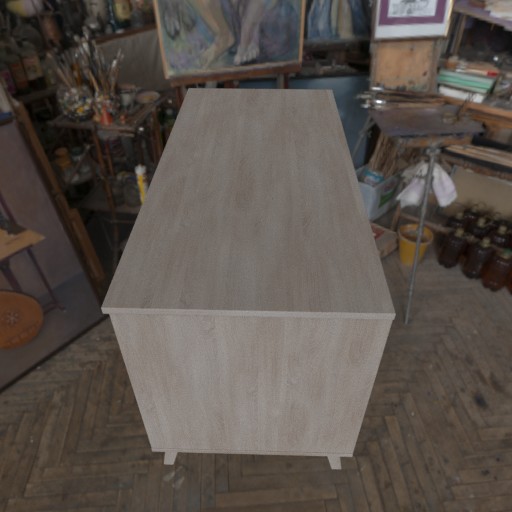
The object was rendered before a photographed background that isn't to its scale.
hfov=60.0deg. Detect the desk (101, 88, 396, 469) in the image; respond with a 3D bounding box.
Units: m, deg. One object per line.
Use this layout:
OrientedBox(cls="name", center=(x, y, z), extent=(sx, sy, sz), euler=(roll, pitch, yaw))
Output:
OrientedBox(cls="desk", center=(0.000, 0.000, 1.625), extent=(0.600, 0.770, 1.251), euler=(1, 40, 1))
